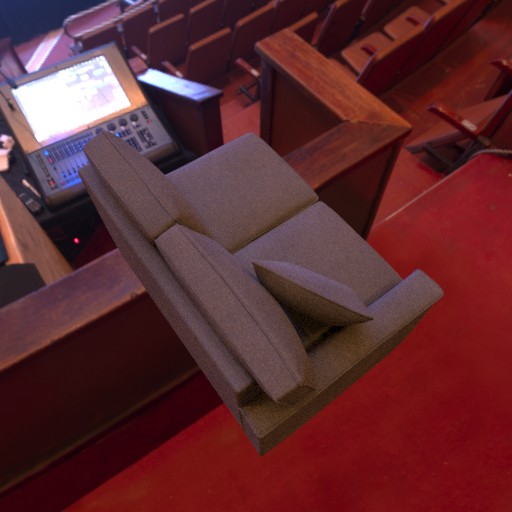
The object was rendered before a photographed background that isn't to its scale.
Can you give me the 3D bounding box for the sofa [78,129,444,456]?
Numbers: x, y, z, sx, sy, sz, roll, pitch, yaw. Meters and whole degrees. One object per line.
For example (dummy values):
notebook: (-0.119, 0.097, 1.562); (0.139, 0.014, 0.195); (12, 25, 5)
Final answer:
sofa: (0.000, 0.000, 2.117); (0.991, 0.989, 1.388); (-33, 65, -18)
